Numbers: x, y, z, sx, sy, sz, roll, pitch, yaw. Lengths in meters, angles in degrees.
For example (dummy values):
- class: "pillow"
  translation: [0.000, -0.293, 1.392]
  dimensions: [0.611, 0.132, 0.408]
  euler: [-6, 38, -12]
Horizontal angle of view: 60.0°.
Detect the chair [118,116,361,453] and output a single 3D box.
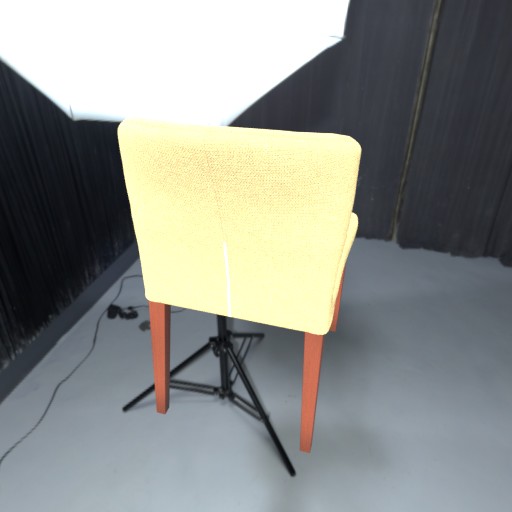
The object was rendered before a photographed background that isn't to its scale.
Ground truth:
- class: "chair"
  translation: [0.000, 0.000, 1.181]
  dimensions: [0.491, 0.839, 0.589]
  euler: [9, 33, 14]
